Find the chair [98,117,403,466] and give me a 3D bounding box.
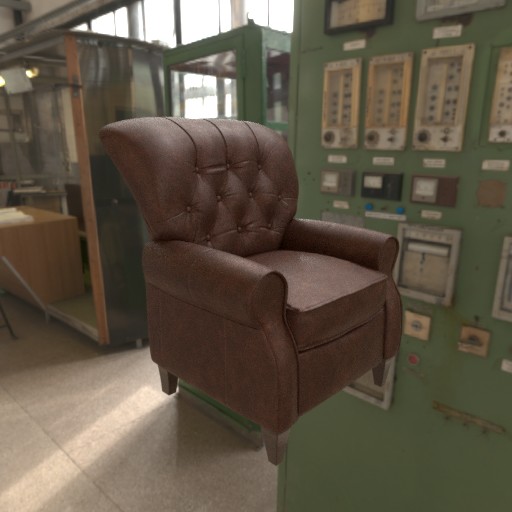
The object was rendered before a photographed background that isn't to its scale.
[{"bbox_3d":[0.000,0.000,1.904,1.031,1.162,0.979,13,19,43],"label":"chair"}]
